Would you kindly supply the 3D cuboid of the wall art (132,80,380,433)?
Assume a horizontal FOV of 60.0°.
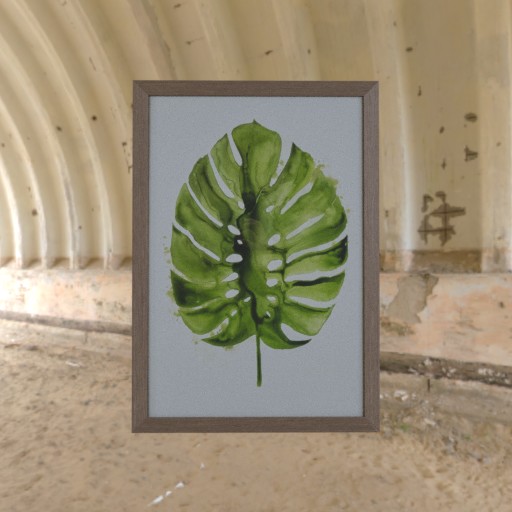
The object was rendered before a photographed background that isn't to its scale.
[{"bbox_3d":[0.000,0.000,0.657,0.358,0.510,0.032,0,-1,0],"label":"wall art"}]
